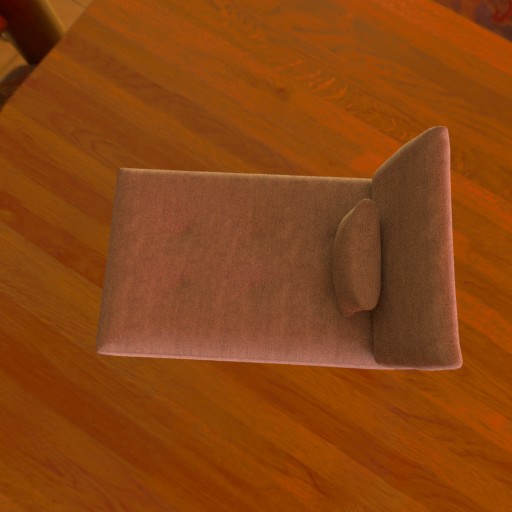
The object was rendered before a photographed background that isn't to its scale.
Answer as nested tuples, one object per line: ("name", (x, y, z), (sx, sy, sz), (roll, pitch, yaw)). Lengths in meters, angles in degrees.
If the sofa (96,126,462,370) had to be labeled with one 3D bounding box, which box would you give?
("sofa", (0.000, 0.000, 1.967), (1.450, 0.820, 0.930), (3, 77, 1))
